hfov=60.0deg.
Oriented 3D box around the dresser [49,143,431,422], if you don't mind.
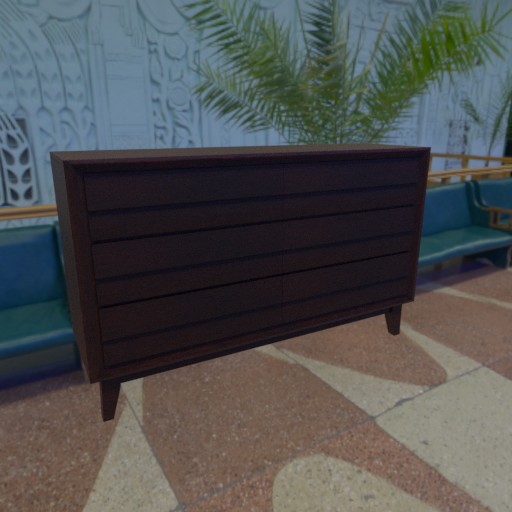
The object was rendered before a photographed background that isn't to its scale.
[{"bbox_3d":[0.000,0.000,2.068,1.609,0.971,0.499,-9,19,-27],"label":"dresser"}]
